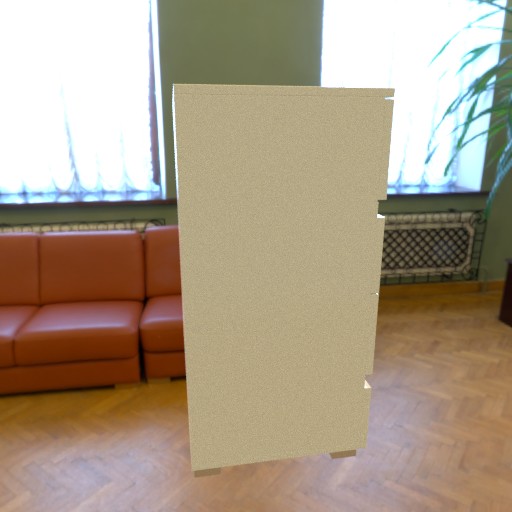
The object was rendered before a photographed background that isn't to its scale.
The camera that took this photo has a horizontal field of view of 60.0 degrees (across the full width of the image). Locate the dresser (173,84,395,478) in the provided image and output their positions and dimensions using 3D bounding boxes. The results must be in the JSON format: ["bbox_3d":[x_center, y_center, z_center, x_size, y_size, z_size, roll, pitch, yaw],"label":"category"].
[{"bbox_3d":[0.000,0.000,1.191,0.400,0.800,0.650,-3,16,-10],"label":"dresser"}]
